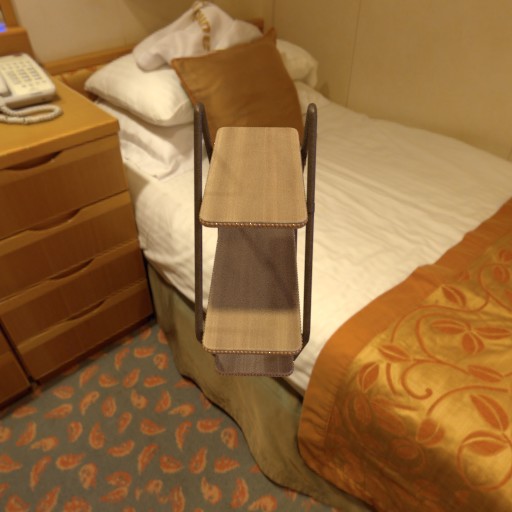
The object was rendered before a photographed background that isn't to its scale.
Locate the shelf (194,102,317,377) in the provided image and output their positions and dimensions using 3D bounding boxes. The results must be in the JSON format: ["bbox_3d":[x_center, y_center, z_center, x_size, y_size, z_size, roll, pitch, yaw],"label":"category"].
[{"bbox_3d":[0.000,0.000,1.099,0.234,0.774,0.609,1,40,1],"label":"shelf"}]
